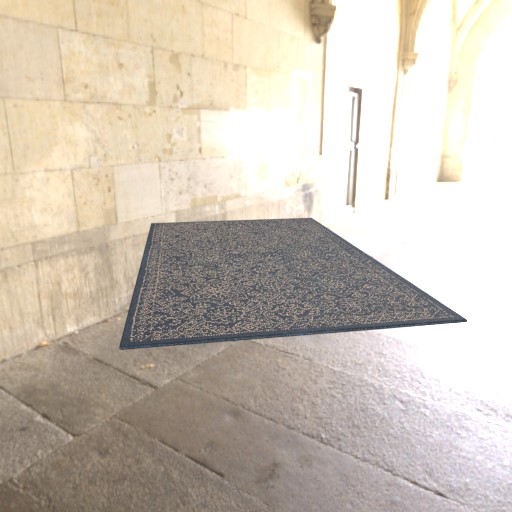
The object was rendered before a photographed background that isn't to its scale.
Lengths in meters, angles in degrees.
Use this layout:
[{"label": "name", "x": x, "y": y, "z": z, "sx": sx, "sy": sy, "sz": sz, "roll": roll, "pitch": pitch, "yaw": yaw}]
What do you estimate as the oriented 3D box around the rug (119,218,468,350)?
[{"label": "rug", "x": 0.000, "y": 0.000, "z": 3.033, "sx": 1.526, "sy": 0.015, "sz": 2.441, "roll": -3, "pitch": 16, "yaw": -10}]
